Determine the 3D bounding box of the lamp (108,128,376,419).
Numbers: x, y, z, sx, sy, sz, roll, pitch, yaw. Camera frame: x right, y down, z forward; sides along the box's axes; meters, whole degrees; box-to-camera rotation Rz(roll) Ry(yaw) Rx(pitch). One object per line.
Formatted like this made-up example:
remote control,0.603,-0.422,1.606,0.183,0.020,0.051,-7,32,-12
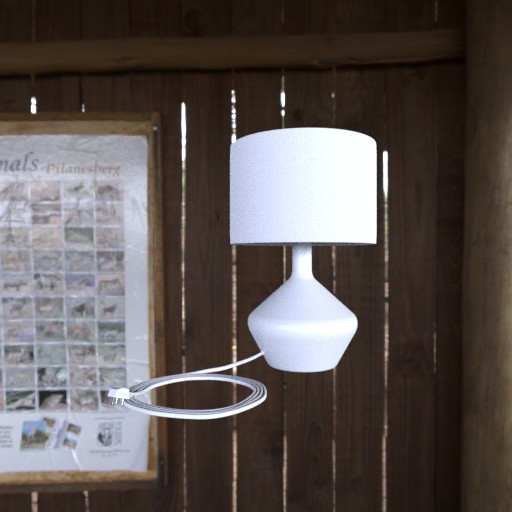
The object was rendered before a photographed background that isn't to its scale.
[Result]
lamp,0.000,0.000,0.855,0.546,0.457,0.401,0,0,-20
